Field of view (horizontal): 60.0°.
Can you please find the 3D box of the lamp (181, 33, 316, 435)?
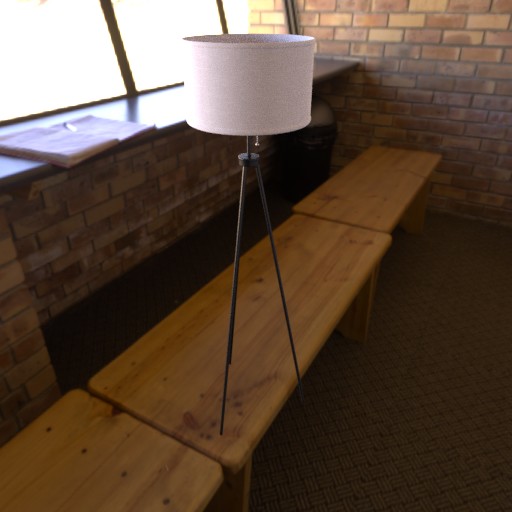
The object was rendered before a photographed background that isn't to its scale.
[{"bbox_3d":[0.000,0.000,1.744,0.458,1.545,0.448,-1,30,-1],"label":"lamp"}]
